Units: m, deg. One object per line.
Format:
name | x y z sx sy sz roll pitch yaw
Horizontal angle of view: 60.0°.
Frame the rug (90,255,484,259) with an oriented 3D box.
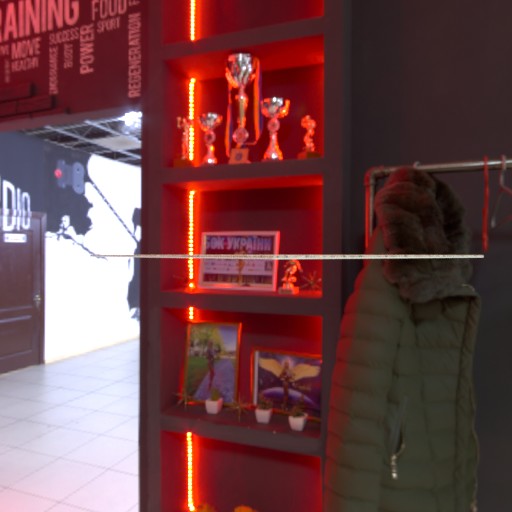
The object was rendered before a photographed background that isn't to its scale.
rug | 0.000 0.000 2.972 1.521 0.015 2.280 0 0 -36
